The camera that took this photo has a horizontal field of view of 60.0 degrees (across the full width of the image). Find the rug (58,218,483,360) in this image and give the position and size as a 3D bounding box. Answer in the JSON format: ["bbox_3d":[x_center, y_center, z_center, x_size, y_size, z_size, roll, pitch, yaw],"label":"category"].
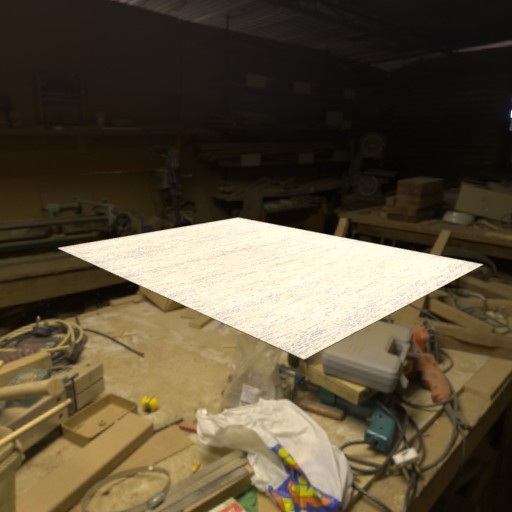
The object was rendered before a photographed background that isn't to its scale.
[{"bbox_3d":[0.000,0.000,4.163,2.438,0.006,3.197,-14,21,-42],"label":"rug"}]
